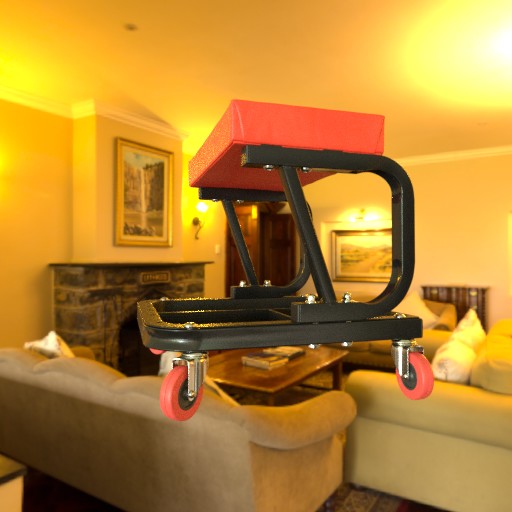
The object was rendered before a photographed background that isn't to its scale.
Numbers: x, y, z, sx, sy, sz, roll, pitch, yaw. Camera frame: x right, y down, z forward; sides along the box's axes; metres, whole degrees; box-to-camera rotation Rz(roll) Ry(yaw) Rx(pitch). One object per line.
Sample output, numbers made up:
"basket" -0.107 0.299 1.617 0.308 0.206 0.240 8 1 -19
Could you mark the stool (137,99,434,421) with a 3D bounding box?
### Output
"stool" 0.000 0.000 0.728 0.371 0.380 0.446 0 0 -17
